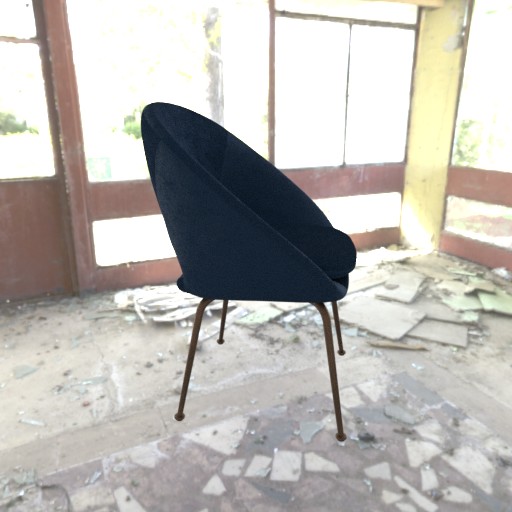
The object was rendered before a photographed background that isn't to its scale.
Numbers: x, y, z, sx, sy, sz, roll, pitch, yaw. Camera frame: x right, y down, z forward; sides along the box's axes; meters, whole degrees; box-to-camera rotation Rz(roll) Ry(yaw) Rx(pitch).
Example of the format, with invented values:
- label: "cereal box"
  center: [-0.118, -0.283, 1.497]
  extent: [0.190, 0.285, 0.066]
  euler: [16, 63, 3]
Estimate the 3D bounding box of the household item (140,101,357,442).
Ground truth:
- label: "household item"
  center: [0.000, 0.000, 1.293]
  extent: [0.573, 0.852, 0.623]
  euler: [3, 18, 10]
